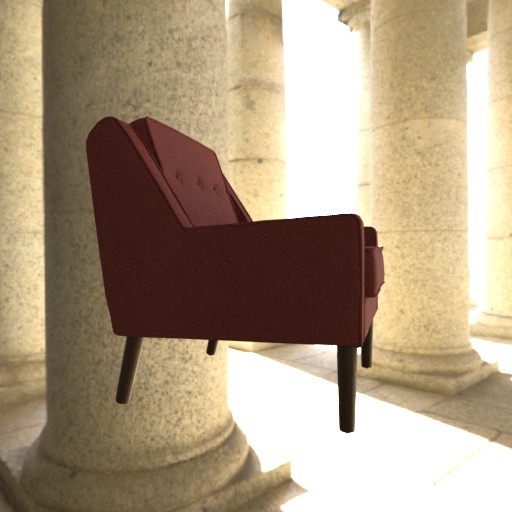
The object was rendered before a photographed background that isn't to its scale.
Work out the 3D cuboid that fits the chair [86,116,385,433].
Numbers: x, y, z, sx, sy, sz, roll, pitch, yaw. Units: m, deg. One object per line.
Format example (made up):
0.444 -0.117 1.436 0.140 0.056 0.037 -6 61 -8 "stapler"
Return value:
0.000 0.000 1.403 0.770 0.812 0.680 0 1 18 "chair"
